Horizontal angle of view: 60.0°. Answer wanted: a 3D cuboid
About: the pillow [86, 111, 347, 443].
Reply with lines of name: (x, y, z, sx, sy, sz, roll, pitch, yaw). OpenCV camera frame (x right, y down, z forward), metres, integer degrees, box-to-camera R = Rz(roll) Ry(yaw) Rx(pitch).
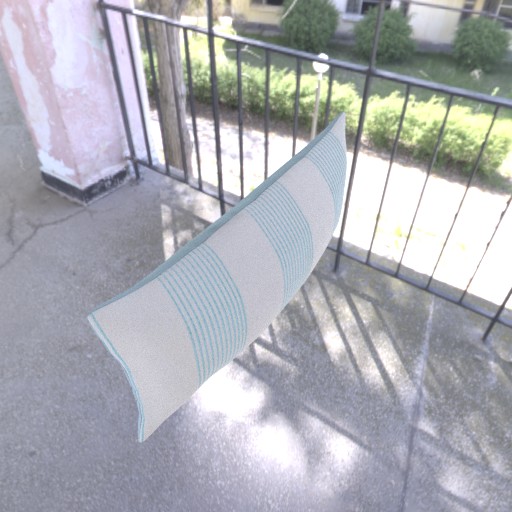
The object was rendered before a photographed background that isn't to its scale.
pillow: (0.000, 0.000, 0.741, 0.151, 0.287, 0.610, 25, 48, 25)
